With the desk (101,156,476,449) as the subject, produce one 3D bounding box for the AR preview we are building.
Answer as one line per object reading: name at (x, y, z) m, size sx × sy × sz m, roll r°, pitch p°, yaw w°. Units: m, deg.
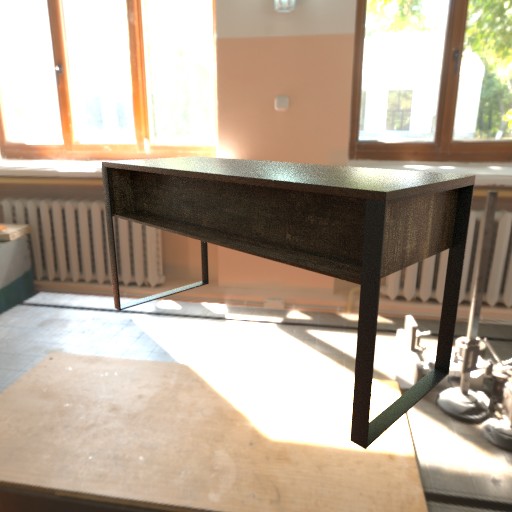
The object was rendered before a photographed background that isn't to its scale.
desk at (0.000, 0.000, 1.930) m, size 0.599 × 0.762 × 1.524 m, roll -15°, pitch 22°, yaw -43°
